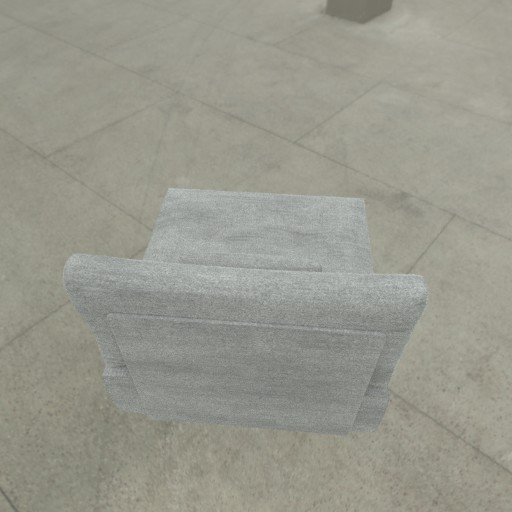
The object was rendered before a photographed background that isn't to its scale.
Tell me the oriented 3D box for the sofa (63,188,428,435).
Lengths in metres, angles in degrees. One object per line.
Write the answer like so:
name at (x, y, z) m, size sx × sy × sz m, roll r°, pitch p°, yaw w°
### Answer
sofa at (0.000, 0.000, 1.675) m, size 0.930 × 0.820 × 1.000 m, roll 4°, pitch 47°, yaw 3°
